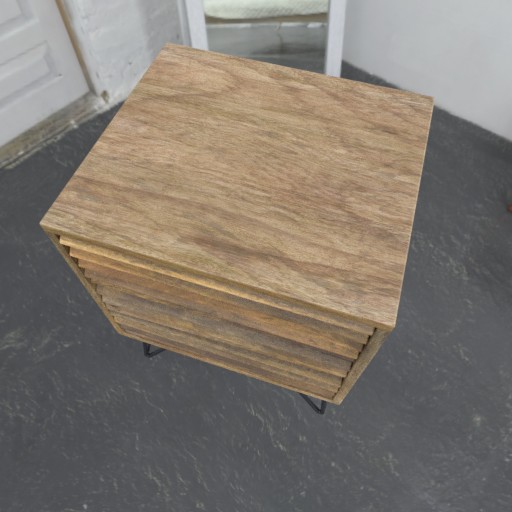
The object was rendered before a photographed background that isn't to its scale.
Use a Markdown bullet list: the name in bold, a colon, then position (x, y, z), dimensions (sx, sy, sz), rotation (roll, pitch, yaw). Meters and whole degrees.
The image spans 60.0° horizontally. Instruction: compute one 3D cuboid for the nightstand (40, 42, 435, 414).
- **nightstand**: position (0.000, 0.000, 0.868), dimensions (0.457, 0.559, 0.406), rotation (16, 60, 9)
